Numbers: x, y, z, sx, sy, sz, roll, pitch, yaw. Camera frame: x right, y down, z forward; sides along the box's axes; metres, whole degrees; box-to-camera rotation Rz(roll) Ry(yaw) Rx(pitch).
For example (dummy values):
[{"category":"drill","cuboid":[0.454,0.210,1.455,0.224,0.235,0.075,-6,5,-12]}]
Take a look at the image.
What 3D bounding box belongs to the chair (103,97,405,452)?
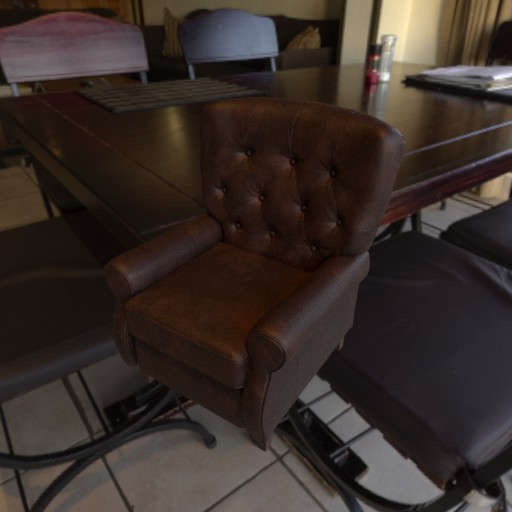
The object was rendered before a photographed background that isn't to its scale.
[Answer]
[{"category":"chair","cuboid":[0.000,0.000,1.925,0.948,1.158,1.058,19,36,29]}]
